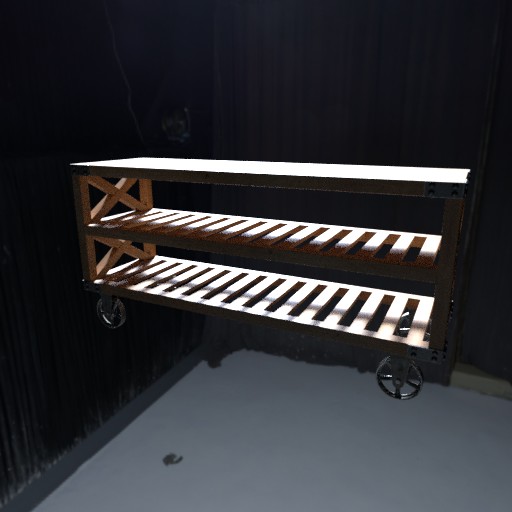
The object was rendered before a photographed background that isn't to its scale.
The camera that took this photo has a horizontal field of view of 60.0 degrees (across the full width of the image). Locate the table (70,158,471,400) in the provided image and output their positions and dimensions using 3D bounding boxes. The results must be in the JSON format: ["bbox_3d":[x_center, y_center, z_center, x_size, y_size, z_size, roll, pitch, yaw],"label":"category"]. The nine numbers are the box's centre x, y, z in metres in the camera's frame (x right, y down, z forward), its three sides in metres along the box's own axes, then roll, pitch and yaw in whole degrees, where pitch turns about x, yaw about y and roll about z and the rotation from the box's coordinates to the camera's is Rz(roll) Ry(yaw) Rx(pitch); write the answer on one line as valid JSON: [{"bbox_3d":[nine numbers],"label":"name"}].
[{"bbox_3d":[0.000,0.000,1.793,1.487,0.711,0.467,8,18,25],"label":"table"}]
